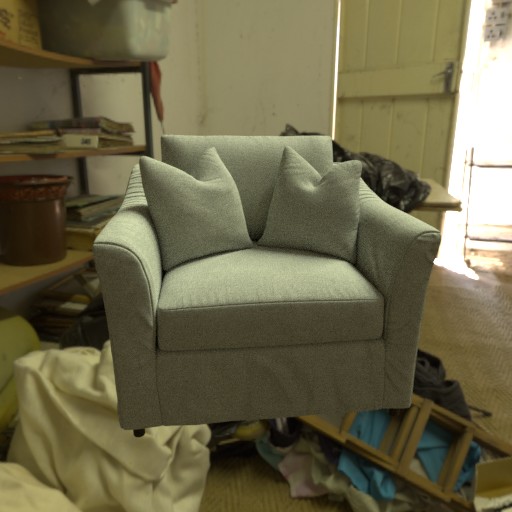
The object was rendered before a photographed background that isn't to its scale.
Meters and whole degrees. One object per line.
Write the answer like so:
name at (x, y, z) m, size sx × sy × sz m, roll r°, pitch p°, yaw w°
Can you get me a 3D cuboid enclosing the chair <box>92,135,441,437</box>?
chair at (0.000, 0.000, 2.023) m, size 1.194 × 1.059 × 1.071 m, roll -2°, pitch 16°, yaw -7°
